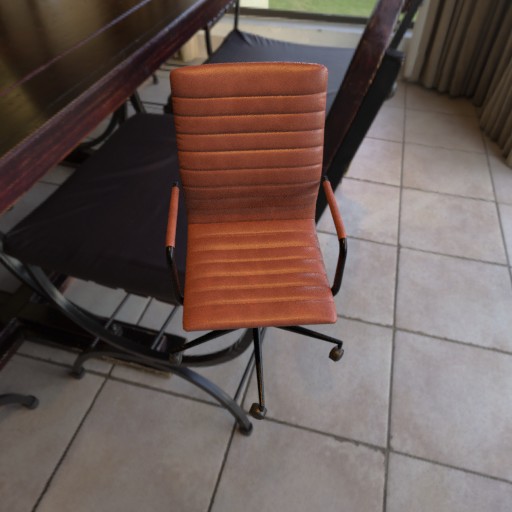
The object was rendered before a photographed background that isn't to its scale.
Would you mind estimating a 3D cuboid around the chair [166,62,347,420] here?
[{"bbox_3d":[0.000,0.000,1.269,0.600,0.878,0.578,-3,45,-3],"label":"chair"}]
